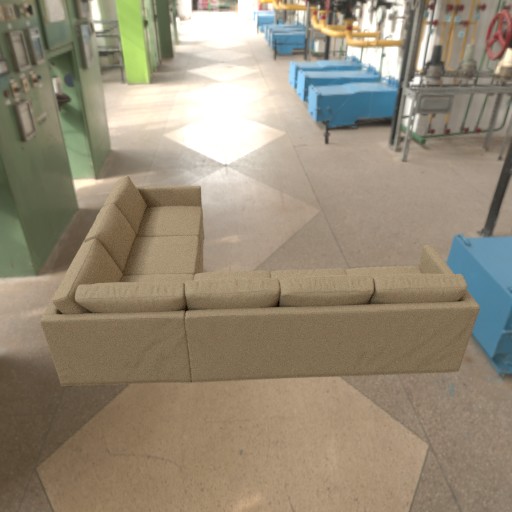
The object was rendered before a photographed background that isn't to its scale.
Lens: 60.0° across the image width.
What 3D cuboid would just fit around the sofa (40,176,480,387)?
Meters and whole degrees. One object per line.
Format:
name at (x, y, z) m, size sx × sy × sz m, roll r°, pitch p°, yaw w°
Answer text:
sofa at (0.000, 0.000, 4.320) m, size 3.182 × 0.871 × 2.432 m, roll -2°, pitch 32°, yaw -3°
